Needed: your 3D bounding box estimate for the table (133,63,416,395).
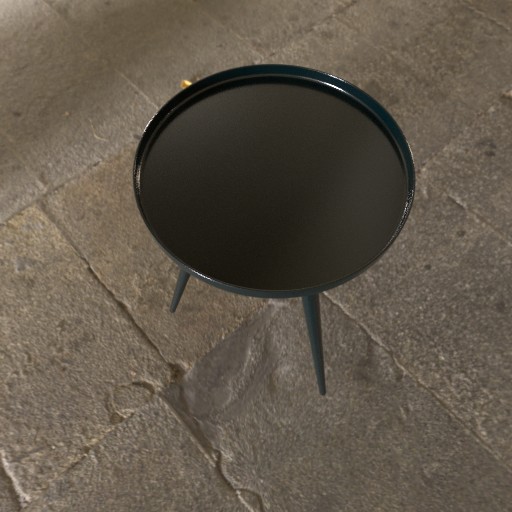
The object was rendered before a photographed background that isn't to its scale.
[{"bbox_3d":[0.000,0.000,0.826,0.415,0.548,0.403,2,64,1],"label":"table"}]
